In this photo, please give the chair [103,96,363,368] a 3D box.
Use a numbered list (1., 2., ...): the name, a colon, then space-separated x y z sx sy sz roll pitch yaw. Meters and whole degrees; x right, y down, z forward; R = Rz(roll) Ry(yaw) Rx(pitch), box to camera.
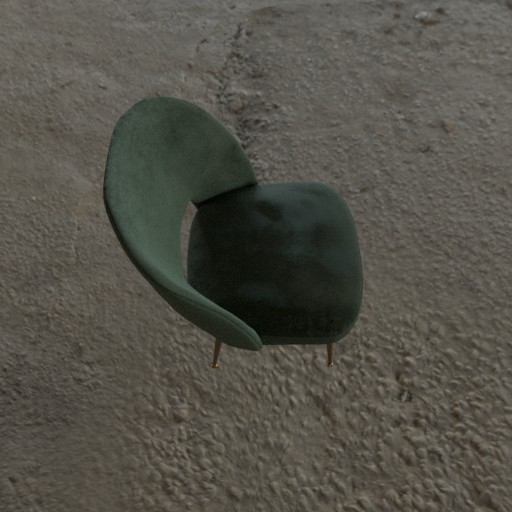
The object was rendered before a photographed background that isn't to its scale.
1. chair: 0.000 0.000 1.233 0.577 0.860 0.527 -1 62 0
